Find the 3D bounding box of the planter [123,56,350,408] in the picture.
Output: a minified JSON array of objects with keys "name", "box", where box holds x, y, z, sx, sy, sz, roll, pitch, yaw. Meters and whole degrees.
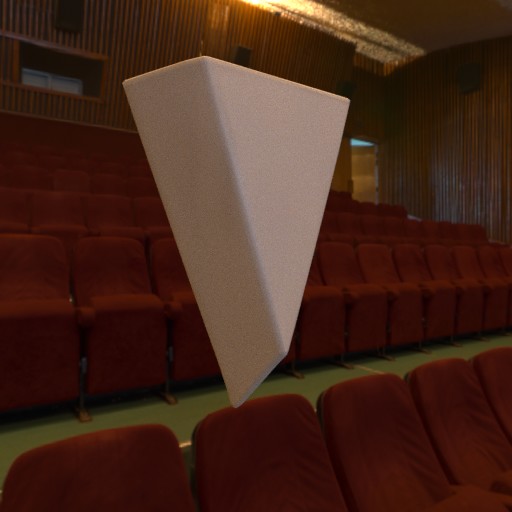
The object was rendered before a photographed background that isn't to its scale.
[{"name":"planter","box":[0.000,0.000,0.271,0.150,0.197,0.060,1,-1,-35]}]
